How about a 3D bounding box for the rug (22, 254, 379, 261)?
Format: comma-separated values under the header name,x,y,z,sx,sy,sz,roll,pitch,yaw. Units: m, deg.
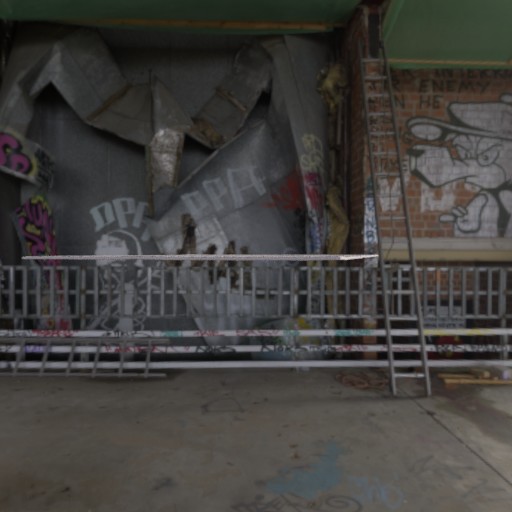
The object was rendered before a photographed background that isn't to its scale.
name,x,y,z,sx,sy,sz,roll,pitch,yaw
rug,0.000,0.000,1.047,0.515,0.007,0.867,0,0,19
